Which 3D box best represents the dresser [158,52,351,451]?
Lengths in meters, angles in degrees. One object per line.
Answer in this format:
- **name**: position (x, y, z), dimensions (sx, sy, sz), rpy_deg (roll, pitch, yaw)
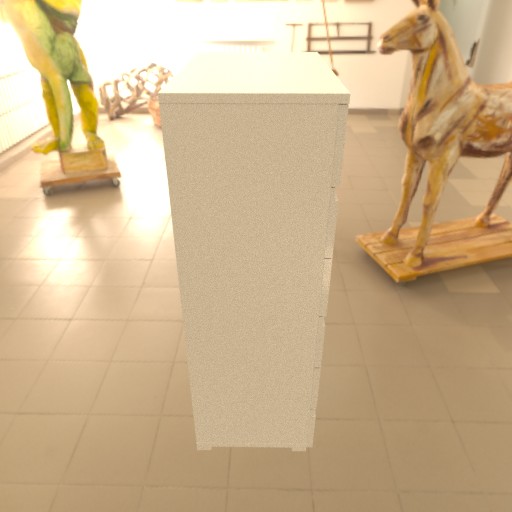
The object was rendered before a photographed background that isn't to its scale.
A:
- **dresser**: position (0.000, 0.000, 1.506), dimensions (0.400, 1.190, 0.650), rpy_deg (0, 32, 1)
